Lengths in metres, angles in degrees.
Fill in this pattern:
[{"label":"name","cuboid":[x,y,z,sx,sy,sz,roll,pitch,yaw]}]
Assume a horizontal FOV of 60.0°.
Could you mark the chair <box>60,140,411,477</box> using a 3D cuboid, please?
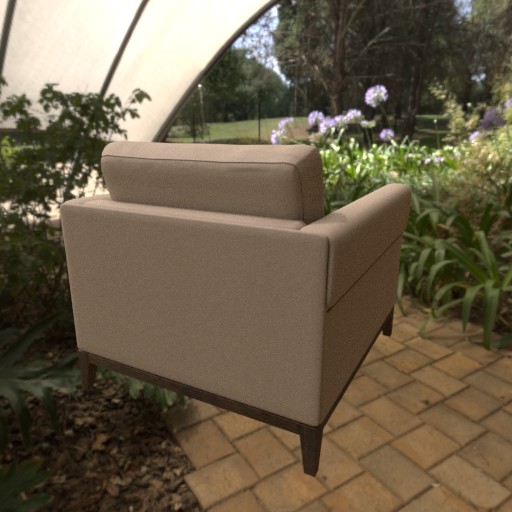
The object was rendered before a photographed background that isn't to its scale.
[{"label":"chair","cuboid":[0.000,0.000,1.642,0.914,0.838,0.959,9,19,27]}]
